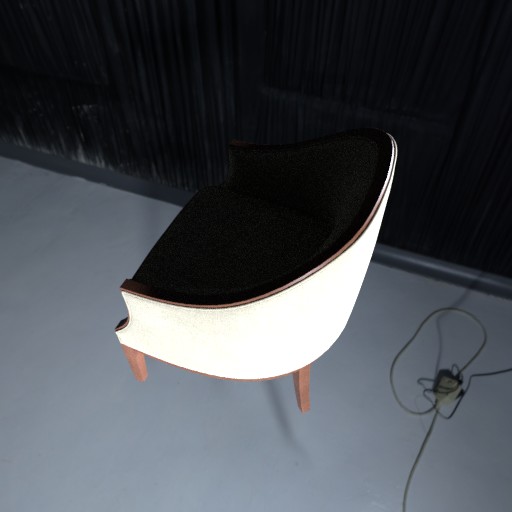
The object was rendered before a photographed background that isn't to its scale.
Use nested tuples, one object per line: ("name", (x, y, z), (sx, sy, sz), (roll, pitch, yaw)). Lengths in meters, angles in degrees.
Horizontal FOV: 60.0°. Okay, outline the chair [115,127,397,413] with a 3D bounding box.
("chair", (0.000, 0.000, 1.511), (0.735, 0.876, 0.803), (16, 50, 14))
